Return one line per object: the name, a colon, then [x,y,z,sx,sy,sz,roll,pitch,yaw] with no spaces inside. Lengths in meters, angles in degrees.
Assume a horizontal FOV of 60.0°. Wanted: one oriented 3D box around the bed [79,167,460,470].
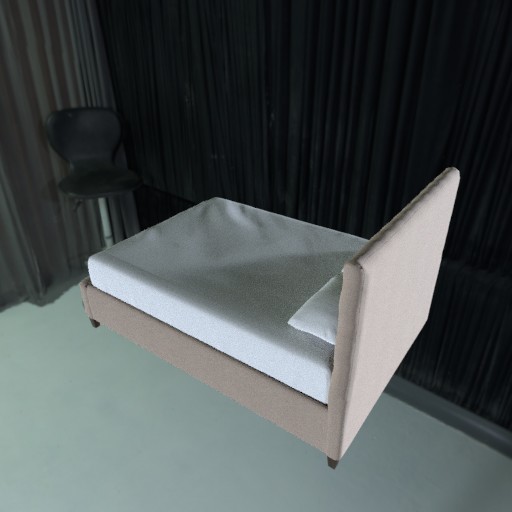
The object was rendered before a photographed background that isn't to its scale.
bed: [0.000,0.000,3.474,2.387,1.427,1.698,20,35,30]
